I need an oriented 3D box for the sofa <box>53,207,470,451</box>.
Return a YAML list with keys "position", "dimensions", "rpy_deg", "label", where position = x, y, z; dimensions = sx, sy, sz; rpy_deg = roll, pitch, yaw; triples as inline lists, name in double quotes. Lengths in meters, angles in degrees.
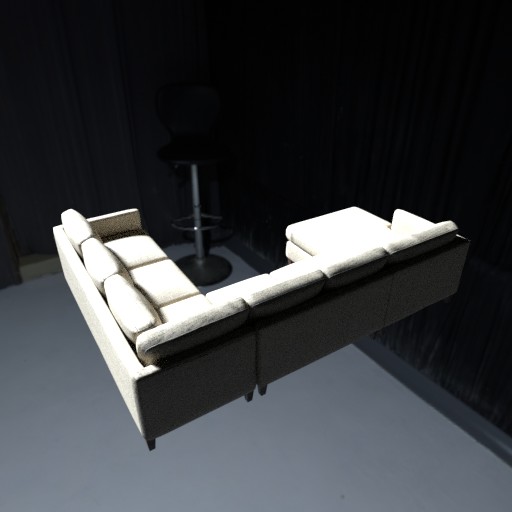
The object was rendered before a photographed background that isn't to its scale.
- position: [0.000, 0.000, 4.627]
  dimensions: [3.460, 0.959, 2.593]
  rpy_deg: [-18, 35, -28]
  label: "sofa"
